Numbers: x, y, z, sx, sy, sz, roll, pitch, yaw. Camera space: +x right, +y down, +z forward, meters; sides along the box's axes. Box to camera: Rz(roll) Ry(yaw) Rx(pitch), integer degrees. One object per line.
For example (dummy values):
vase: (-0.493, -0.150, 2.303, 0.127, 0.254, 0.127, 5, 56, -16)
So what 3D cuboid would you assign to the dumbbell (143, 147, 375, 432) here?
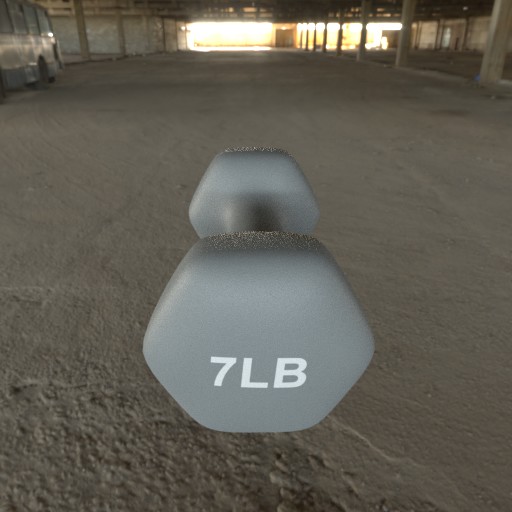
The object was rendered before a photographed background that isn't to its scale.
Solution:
dumbbell: (0.000, 0.000, 0.237, 0.090, 0.081, 0.184, 0, 26, 0)
